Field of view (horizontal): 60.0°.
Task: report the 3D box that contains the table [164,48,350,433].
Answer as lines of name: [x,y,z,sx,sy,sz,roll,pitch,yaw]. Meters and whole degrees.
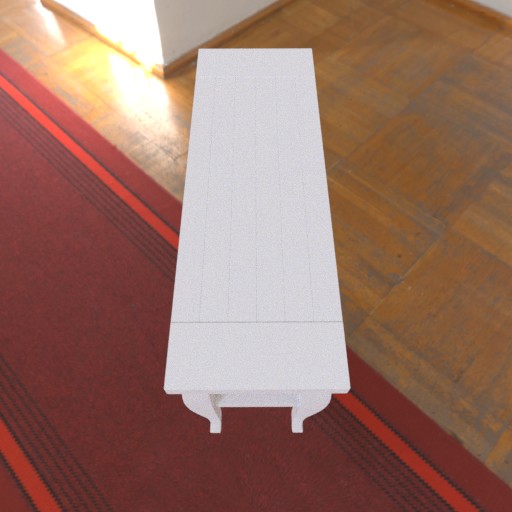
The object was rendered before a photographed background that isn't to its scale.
table: [0.000,0.000,1.449,0.373,0.768,1.062,0,59,0]
